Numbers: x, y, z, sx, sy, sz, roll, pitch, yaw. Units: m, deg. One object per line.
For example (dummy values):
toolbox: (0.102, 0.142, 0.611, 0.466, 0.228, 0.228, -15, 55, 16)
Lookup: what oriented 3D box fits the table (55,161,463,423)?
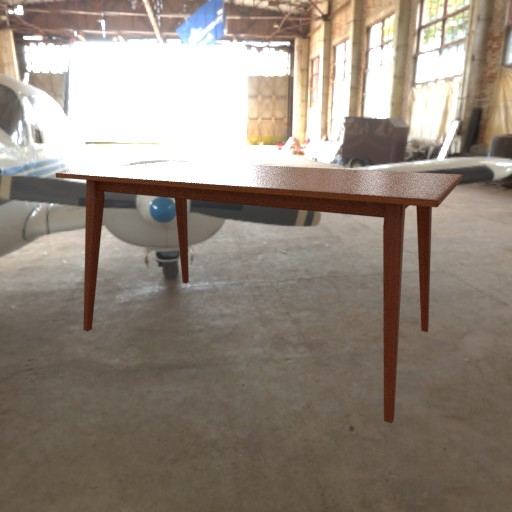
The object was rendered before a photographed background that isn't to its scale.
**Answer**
table: (0.000, 0.000, 2.060, 1.609, 0.755, 0.811, 9, 18, 27)
